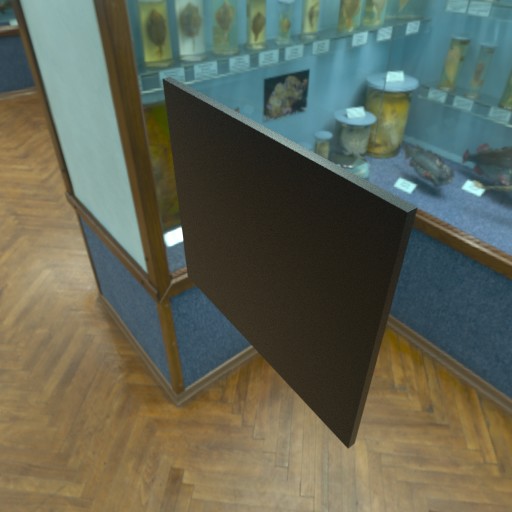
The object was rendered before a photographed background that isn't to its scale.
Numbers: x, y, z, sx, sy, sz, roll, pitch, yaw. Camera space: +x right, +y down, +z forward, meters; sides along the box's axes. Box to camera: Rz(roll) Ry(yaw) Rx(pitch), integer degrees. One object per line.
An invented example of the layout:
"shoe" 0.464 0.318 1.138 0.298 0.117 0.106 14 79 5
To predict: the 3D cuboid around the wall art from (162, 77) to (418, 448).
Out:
"wall art" 0.000 0.000 0.543 0.012 0.332 0.383 -25 45 -28
